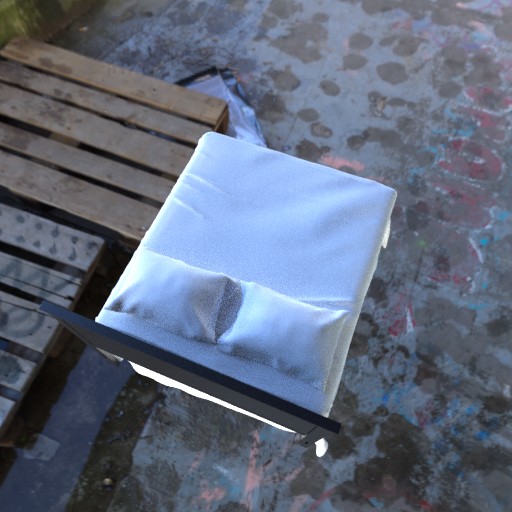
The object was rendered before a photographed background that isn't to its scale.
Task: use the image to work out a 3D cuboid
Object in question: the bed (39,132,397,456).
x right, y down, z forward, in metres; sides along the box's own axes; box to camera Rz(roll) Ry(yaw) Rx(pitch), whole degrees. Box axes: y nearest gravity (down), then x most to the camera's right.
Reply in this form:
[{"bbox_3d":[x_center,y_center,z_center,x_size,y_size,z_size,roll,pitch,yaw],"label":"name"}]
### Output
[{"bbox_3d":[0.000,0.000,3.182,1.870,1.270,2.050,20,65,10],"label":"bed"}]
